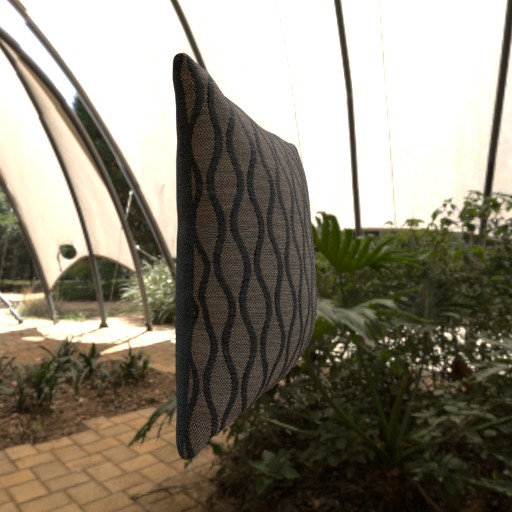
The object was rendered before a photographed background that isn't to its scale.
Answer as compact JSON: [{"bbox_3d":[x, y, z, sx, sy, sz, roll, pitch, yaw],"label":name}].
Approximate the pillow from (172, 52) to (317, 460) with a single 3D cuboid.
[{"bbox_3d":[0.000,0.000,0.660,0.159,0.435,0.435,0,0,19],"label":"pillow"}]
